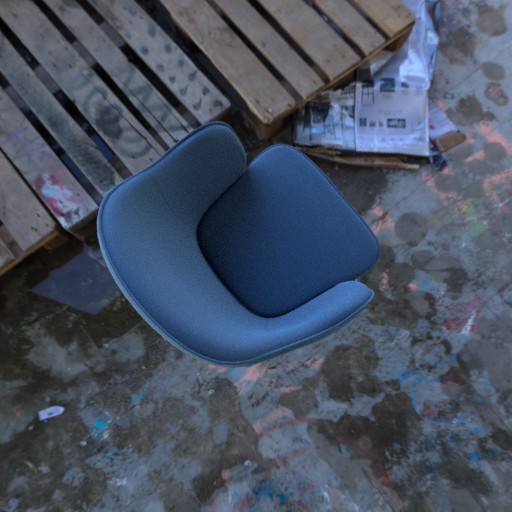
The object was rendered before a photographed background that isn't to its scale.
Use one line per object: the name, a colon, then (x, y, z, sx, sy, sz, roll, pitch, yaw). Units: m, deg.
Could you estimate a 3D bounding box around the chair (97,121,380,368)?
chair: (0.000, 0.000, 1.212, 0.585, 0.815, 0.570, -37, 78, -9)
